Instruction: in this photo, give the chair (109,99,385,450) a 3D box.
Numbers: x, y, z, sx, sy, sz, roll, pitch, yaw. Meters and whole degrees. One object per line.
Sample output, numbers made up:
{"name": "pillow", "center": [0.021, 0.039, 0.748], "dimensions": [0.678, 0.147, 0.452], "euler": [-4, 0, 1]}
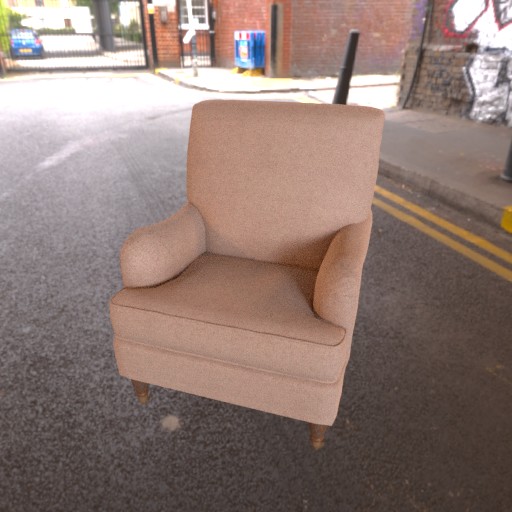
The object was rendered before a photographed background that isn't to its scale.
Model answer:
{"name": "chair", "center": [0.000, 0.000, 1.827], "dimensions": [0.879, 1.119, 0.953], "euler": [8, 28, 16]}
